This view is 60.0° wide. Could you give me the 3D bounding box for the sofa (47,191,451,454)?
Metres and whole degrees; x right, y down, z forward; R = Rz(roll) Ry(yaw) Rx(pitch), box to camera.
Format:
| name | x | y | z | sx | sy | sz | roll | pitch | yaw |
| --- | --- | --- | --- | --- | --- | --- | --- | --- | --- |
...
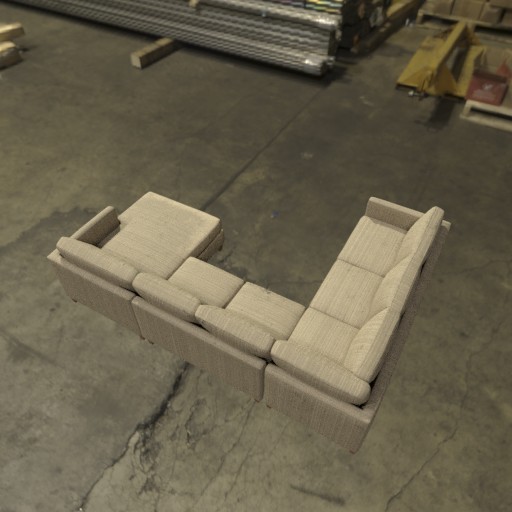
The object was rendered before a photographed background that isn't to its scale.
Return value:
| name | x | y | z | sx | sy | sz | roll | pitch | yaw |
| --- | --- | --- | --- | --- | --- | --- | --- | --- | --- |
| sofa | 0.000 | 0.000 | 4.816 | 3.460 | 0.961 | 2.594 | 23 | 51 | 20 |
